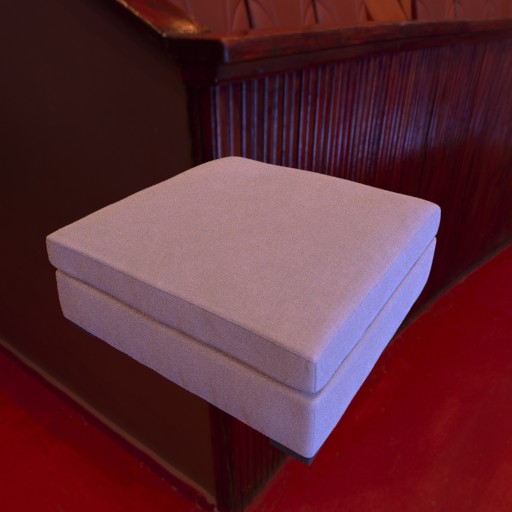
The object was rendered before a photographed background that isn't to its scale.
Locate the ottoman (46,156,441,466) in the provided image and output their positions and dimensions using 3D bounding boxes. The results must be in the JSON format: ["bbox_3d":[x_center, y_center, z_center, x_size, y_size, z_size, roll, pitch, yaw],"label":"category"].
[{"bbox_3d":[0.000,0.000,1.845,1.203,0.517,1.171,19,36,29],"label":"ottoman"}]
